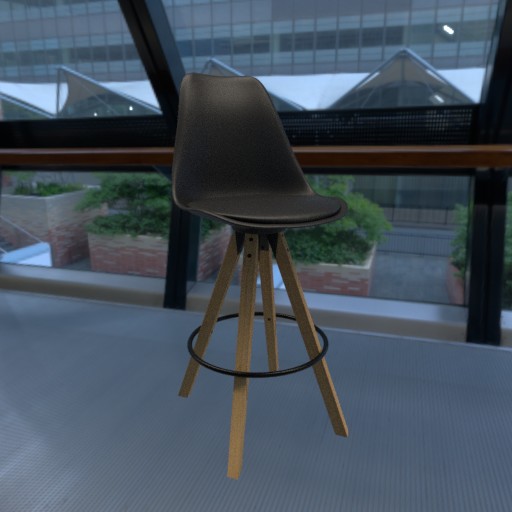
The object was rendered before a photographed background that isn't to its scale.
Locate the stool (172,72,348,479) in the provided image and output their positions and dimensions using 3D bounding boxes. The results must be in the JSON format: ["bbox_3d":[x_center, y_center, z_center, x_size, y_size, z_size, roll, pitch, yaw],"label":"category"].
[{"bbox_3d":[0.000,0.000,1.390,0.485,1.115,0.550,-8,17,-26],"label":"stool"}]
